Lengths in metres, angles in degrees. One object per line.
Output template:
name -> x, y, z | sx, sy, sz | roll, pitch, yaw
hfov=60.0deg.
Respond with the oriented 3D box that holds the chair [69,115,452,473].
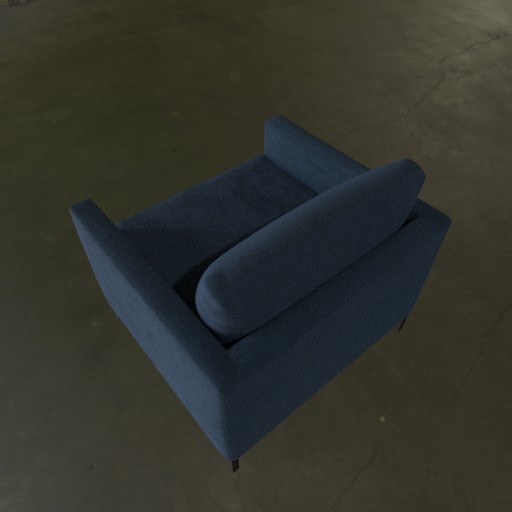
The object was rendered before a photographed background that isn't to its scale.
chair -> 0.000, 0.000, 1.601 | 0.964, 0.812, 0.875 | -31, 55, -26
